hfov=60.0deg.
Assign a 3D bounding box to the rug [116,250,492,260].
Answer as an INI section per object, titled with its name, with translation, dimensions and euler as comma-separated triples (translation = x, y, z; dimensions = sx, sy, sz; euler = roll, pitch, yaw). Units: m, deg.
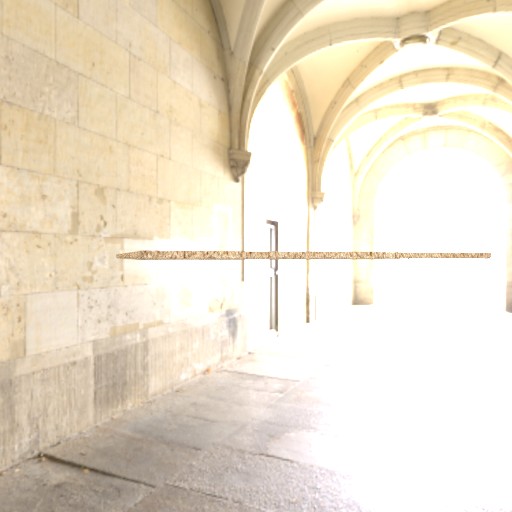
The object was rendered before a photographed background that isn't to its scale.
[rug]
translation = 0.000, 0.000, 2.088
dimensions = 1.199, 0.025, 1.600
euler = 0, 0, -20
